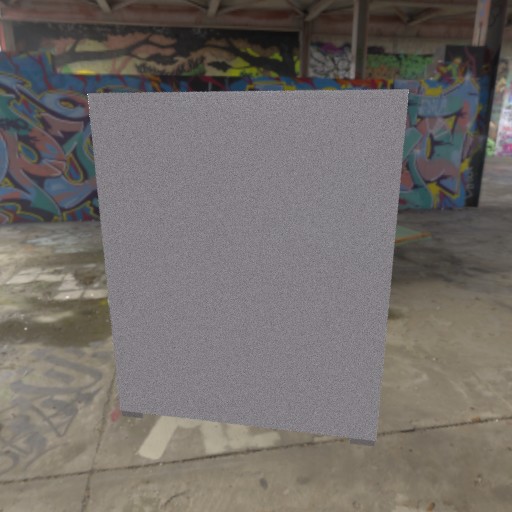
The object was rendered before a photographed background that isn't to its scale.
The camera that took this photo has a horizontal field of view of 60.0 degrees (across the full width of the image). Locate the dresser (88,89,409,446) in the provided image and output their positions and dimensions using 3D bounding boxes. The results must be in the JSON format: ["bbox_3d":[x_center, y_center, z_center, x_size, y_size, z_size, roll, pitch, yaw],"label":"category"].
[{"bbox_3d":[0.000,0.000,1.182,0.650,0.800,0.400,3,17,10],"label":"dresser"}]
